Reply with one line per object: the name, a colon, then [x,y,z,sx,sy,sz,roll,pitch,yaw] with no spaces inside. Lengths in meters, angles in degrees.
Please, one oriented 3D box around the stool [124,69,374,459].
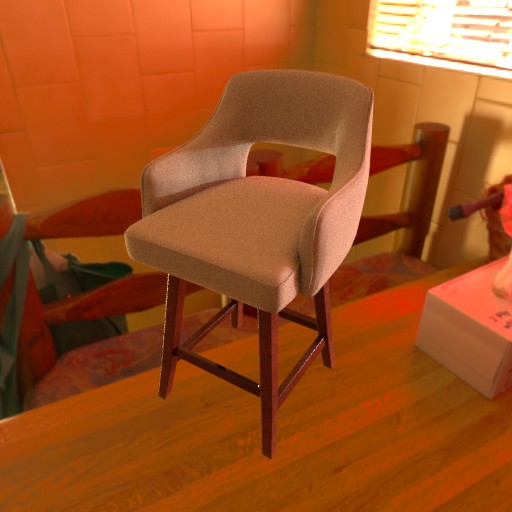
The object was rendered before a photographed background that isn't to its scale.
stool: [0.000,0.000,1.281,0.550,0.936,0.560,18,35,27]
